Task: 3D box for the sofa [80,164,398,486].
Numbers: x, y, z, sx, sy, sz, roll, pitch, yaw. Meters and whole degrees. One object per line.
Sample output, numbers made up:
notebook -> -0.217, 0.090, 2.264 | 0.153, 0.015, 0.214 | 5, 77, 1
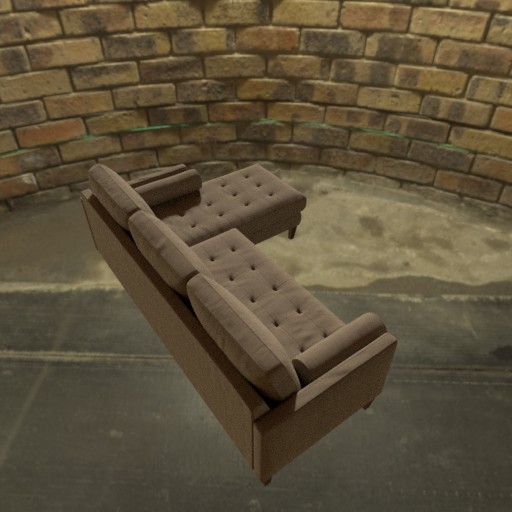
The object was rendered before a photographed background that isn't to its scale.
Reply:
sofa -> 0.000, 0.000, 2.887 | 1.506, 0.875, 2.178 | -25, 47, -26
